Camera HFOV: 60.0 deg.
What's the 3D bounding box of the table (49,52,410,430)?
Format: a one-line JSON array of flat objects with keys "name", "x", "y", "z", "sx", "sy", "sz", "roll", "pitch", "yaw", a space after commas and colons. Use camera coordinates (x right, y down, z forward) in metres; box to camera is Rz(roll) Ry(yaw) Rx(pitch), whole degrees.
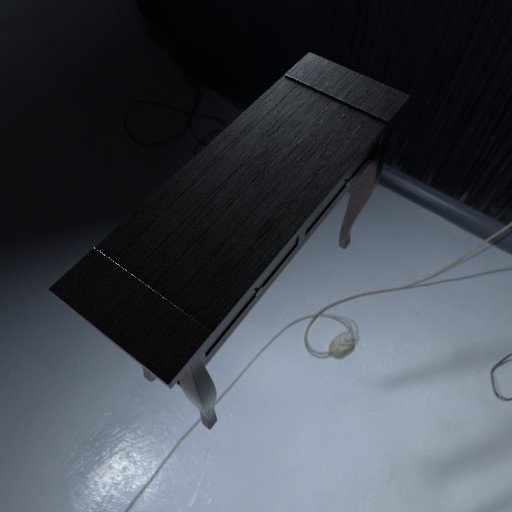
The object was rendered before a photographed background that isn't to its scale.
[{"name": "table", "x": 0.000, "y": 0.000, "z": 1.472, "sx": 0.373, "sy": 0.768, "sz": 1.062, "roll": 32, "pitch": 64, "yaw": 18}]
